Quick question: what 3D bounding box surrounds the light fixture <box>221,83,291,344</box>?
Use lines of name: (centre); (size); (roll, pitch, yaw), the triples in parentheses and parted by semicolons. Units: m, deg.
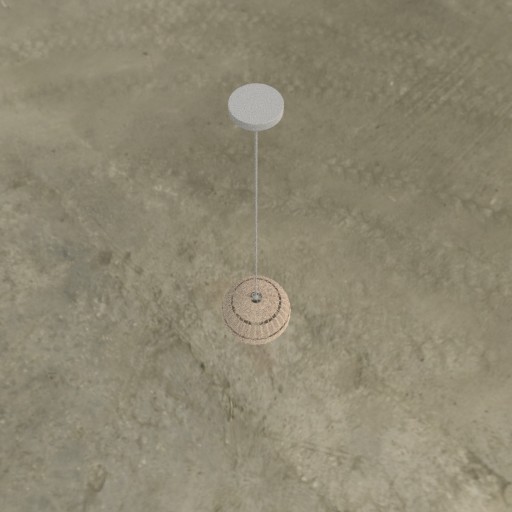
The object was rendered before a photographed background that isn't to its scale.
light fixture: (0.000, 0.000, 2.227); (0.457, 2.019, 0.457); (-16, 64, -8)
